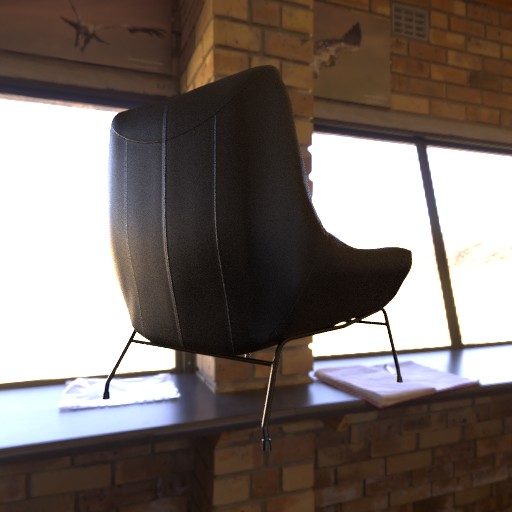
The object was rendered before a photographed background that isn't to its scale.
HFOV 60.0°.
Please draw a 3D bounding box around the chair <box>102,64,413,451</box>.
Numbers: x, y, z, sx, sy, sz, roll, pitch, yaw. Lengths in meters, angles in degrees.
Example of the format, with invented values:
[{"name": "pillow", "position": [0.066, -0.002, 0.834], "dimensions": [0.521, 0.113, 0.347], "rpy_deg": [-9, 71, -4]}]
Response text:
[{"name": "chair", "position": [0.000, 0.000, 1.538], "dimensions": [0.836, 0.922, 0.826], "rpy_deg": [-1, -1, 37]}]
